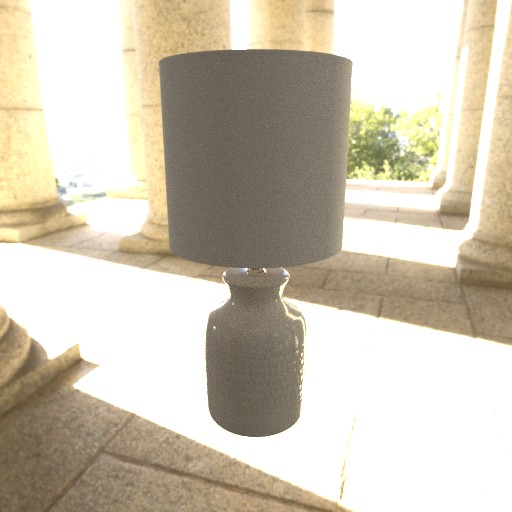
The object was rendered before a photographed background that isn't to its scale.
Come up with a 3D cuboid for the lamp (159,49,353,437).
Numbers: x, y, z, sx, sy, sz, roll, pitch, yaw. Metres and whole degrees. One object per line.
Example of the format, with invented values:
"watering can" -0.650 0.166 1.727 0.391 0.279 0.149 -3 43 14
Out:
"lamp" 0.000 0.000 0.491 0.188 0.392 0.188 -3 17 -10
